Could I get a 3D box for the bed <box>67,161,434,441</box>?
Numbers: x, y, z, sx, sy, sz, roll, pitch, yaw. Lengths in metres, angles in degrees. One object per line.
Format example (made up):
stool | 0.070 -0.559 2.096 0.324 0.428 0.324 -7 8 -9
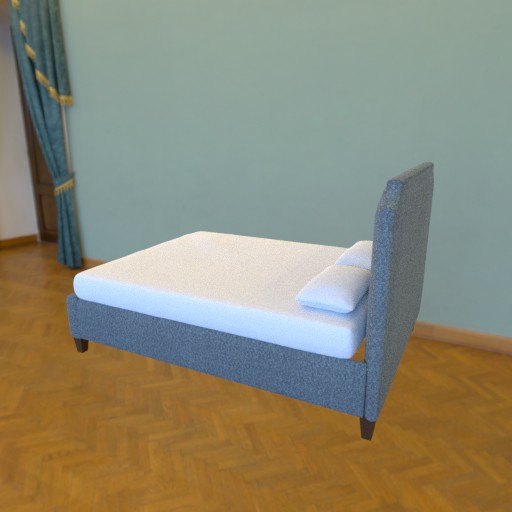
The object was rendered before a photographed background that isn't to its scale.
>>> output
bed | 0.000 0.000 3.464 2.372 1.443 1.712 8 18 26
